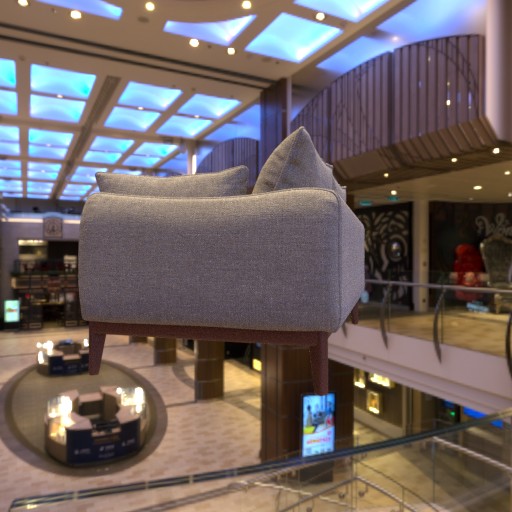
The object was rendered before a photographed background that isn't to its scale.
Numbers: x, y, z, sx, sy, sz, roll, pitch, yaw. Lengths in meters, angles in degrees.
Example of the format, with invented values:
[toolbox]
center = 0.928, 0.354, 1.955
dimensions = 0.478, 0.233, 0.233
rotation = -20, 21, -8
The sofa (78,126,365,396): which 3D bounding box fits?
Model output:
[sofa]
center = 0.000, 0.000, 2.173
dimensions = 0.972, 0.851, 1.580
rotation = 0, 0, 17
